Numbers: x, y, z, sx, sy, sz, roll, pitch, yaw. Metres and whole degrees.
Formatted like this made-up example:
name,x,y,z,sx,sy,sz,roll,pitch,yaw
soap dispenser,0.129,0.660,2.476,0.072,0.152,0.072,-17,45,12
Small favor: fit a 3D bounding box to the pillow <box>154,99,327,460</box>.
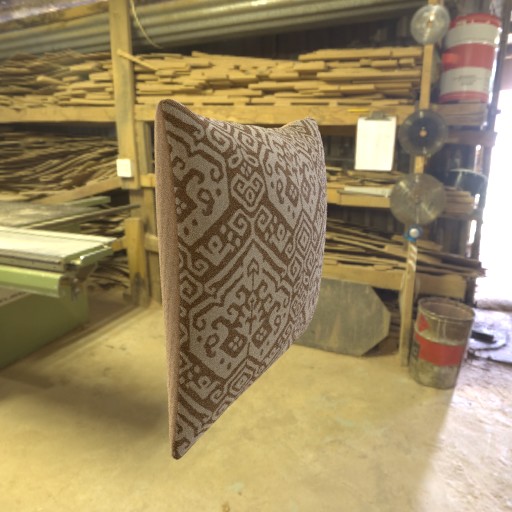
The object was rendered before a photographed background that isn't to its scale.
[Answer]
name,x,y,z,sx,sy,sz,roll,pitch,yaw
pillow,0.000,0.000,0.650,0.173,0.407,0.419,7,16,26
